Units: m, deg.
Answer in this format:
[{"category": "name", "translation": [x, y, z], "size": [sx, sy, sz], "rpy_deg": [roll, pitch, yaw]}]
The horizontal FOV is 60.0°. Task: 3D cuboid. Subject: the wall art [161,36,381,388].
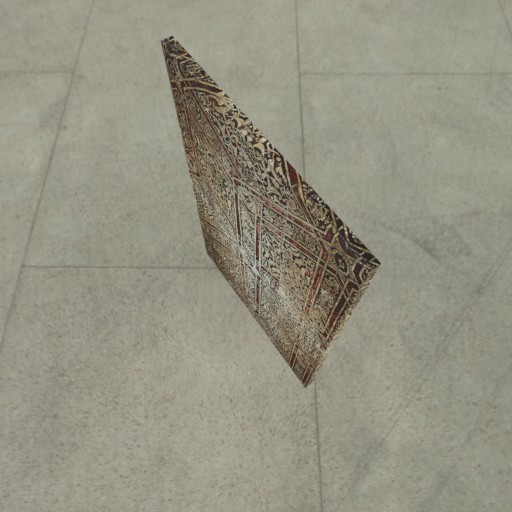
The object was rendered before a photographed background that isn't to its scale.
[{"category": "wall art", "translation": [0.000, 0.000, 1.152], "size": [0.030, 0.904, 0.599], "rpy_deg": [-32, 68, -15]}]
